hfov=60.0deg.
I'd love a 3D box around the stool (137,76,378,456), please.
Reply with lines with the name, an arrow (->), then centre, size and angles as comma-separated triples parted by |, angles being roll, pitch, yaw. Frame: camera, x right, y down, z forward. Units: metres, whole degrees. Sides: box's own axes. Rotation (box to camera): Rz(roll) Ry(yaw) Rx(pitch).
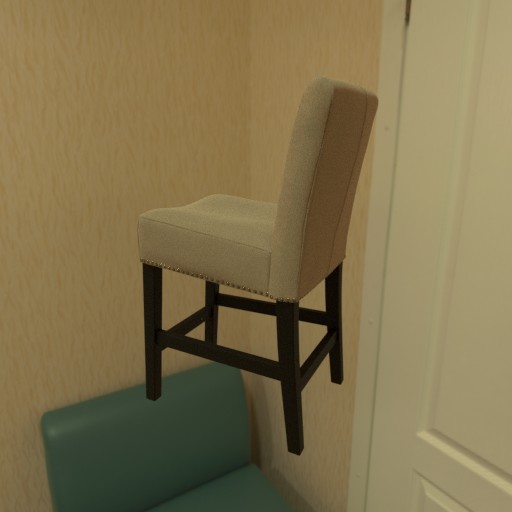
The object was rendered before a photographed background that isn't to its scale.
stool -> 0.000, 0.000, 1.245 | 0.571, 0.885, 0.427 | 8, 18, 25
